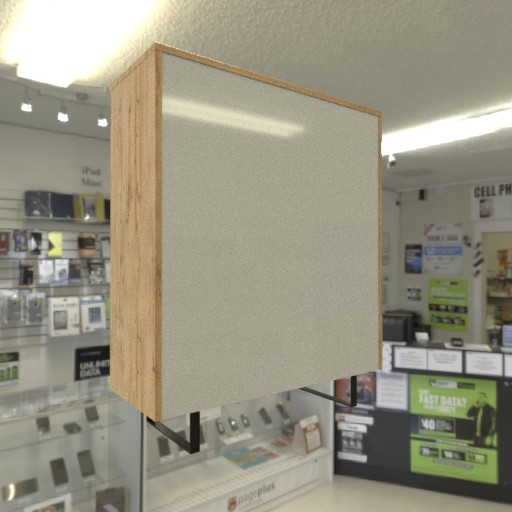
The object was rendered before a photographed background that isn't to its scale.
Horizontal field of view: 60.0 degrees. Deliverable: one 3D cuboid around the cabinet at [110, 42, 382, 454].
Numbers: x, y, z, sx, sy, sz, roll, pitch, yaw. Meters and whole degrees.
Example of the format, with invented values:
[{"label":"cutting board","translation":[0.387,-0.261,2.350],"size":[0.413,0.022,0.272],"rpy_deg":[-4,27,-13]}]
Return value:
[{"label":"cabinet","translation":[0.000,0.000,1.984],"size":[1.168,1.397,0.473],"rpy_deg":[0,-1,-36]}]
